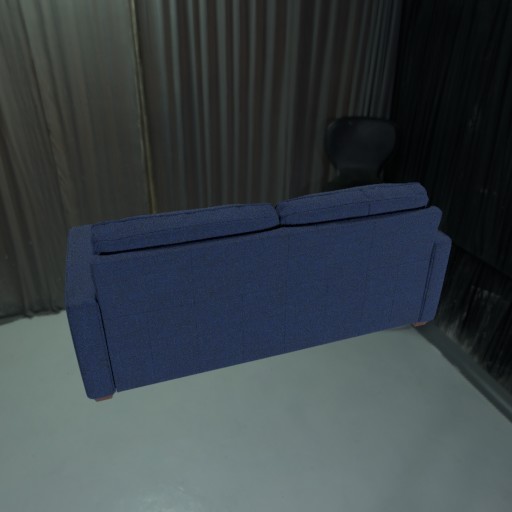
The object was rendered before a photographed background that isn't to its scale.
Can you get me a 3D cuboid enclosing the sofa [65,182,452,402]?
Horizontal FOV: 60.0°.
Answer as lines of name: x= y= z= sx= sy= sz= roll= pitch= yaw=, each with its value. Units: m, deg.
sofa: x=0.000 y=0.000 z=2.640 sx=2.080 sy=0.919 sz=0.940 roll=-9 pitch=29 yaw=-17
